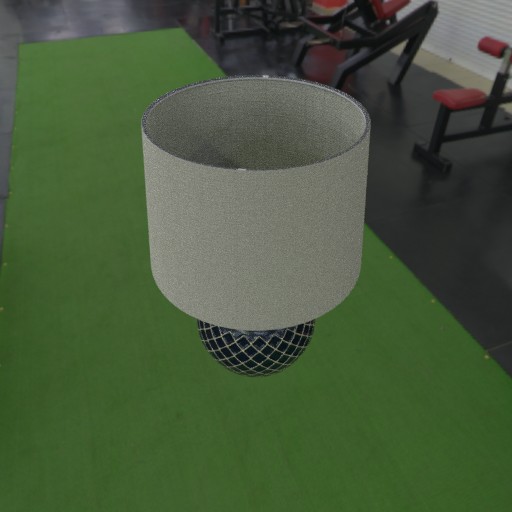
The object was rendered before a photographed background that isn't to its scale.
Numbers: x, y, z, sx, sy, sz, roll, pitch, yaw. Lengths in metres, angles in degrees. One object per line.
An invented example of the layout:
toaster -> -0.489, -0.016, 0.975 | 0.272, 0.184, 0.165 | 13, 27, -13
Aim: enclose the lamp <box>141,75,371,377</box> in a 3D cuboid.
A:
lamp -> 0.000, 0.000, 0.814 | 0.376, 0.540, 0.376 | 0, 41, 0
